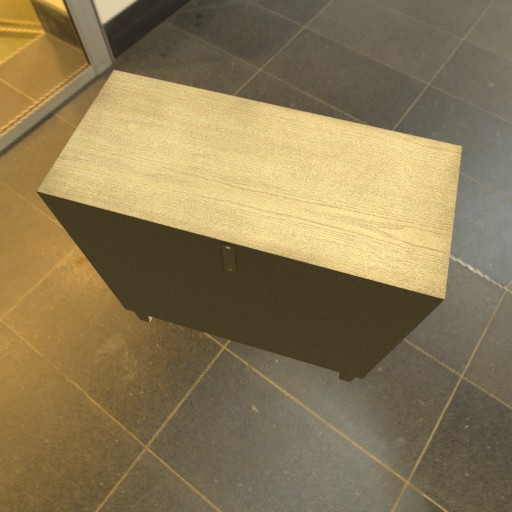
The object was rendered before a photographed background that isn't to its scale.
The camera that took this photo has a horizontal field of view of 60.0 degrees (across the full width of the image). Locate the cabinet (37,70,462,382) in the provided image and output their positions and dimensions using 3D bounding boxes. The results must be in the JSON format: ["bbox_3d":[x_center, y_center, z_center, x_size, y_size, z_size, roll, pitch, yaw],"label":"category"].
[{"bbox_3d":[0.000,0.000,1.238,0.781,0.787,0.370,15,64,7],"label":"cabinet"}]
